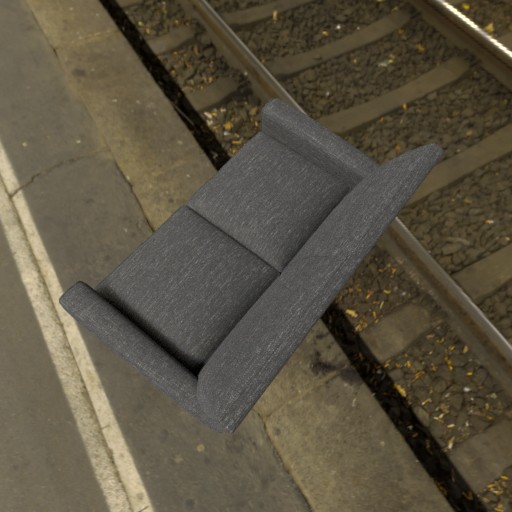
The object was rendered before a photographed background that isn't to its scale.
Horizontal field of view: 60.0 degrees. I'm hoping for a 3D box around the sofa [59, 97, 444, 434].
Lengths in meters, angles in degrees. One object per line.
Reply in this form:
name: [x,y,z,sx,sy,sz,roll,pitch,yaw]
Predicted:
sofa: [0.000,0.000,2.008,0.875,0.846,1.420,35,67,17]
